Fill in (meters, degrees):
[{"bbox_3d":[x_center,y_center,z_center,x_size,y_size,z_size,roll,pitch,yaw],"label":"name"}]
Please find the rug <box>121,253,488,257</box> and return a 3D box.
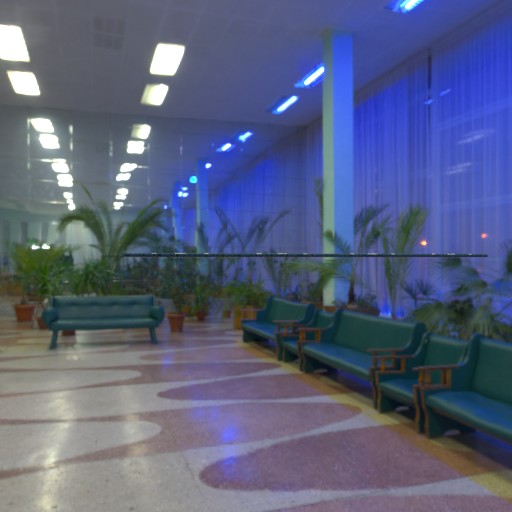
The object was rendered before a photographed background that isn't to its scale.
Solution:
[{"bbox_3d":[0.000,0.000,3.919,2.270,0.020,2.881,0,0,-17],"label":"rug"}]
